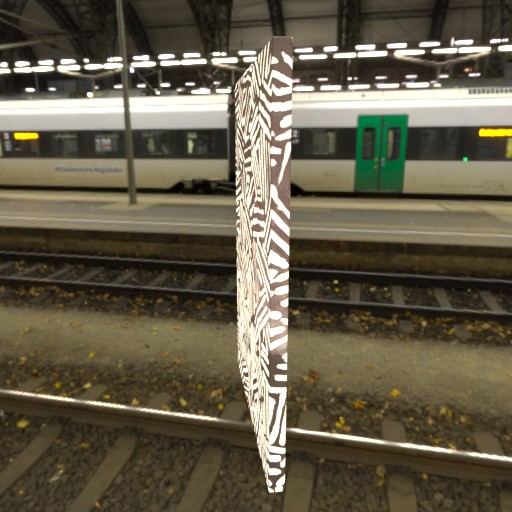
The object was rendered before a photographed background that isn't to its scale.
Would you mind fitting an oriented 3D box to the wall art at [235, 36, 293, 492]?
[{"bbox_3d":[0.000,0.000,1.156,0.035,0.918,0.615,-2,14,-8],"label":"wall art"}]
